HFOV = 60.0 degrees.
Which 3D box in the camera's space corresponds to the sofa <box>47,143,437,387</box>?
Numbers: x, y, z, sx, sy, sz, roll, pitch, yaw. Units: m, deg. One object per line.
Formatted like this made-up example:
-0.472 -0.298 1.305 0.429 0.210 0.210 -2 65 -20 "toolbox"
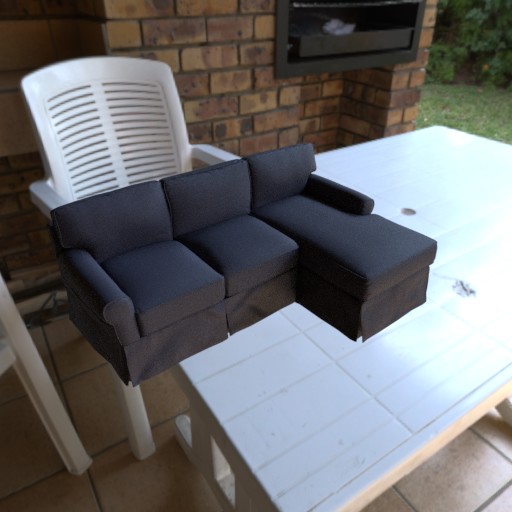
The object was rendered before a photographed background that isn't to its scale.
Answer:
0.000 0.000 3.380 2.518 1.039 1.637 -22 38 -32 "sofa"
